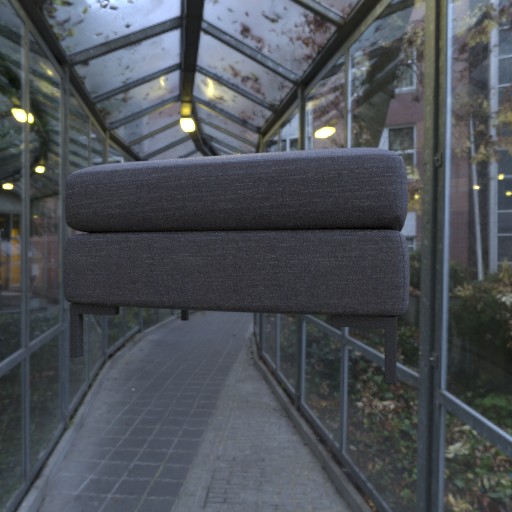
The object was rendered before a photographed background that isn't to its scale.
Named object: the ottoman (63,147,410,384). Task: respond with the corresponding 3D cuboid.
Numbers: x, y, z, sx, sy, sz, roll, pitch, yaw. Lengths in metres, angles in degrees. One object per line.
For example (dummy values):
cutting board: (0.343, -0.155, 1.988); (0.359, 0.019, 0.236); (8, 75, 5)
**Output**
ottoman: (0.000, 0.000, 1.269); (0.820, 0.490, 0.671); (0, 1, 17)
